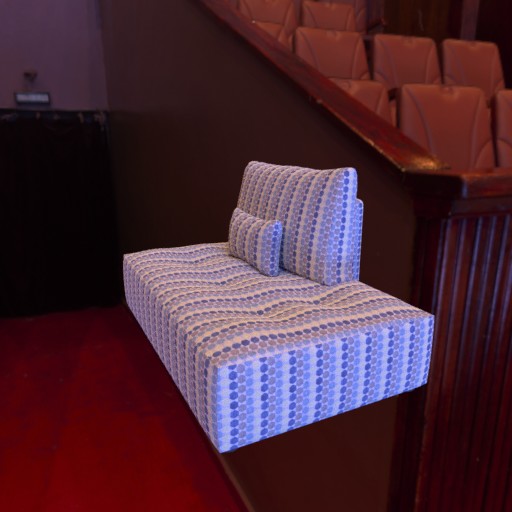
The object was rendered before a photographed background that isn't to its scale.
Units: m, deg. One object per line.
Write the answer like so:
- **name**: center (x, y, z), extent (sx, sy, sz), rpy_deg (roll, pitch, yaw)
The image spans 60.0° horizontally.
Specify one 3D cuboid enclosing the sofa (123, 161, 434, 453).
- **sofa**: center (0.000, 0.000, 2.076), extent (1.000, 0.820, 1.450), rpy_deg (-8, 17, -26)
